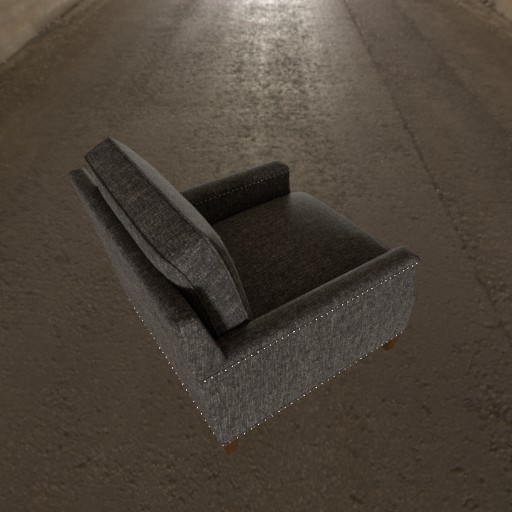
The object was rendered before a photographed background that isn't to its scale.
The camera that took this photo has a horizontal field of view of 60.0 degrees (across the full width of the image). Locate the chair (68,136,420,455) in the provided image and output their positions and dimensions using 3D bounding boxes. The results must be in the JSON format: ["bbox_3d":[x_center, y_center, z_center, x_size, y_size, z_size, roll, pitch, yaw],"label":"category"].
[{"bbox_3d":[0.000,0.000,1.699,1.014,0.943,0.853,-24,46,-25],"label":"chair"}]
